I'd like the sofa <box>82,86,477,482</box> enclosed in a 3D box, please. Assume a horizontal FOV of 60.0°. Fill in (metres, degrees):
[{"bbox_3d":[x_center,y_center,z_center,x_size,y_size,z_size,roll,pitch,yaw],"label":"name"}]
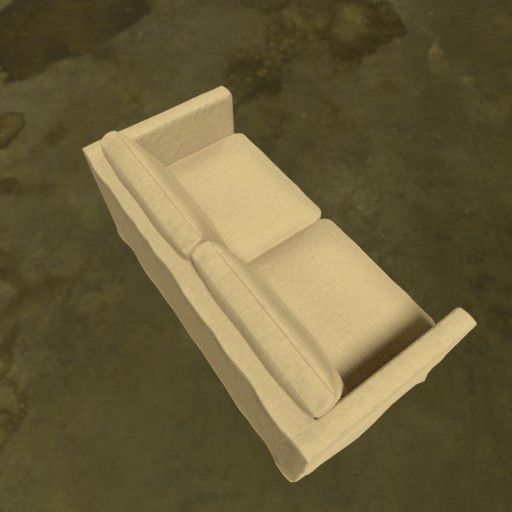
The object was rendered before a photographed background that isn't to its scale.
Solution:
[{"bbox_3d":[0.000,0.000,2.357,0.962,0.835,1.959,-31,63,-18],"label":"sofa"}]
